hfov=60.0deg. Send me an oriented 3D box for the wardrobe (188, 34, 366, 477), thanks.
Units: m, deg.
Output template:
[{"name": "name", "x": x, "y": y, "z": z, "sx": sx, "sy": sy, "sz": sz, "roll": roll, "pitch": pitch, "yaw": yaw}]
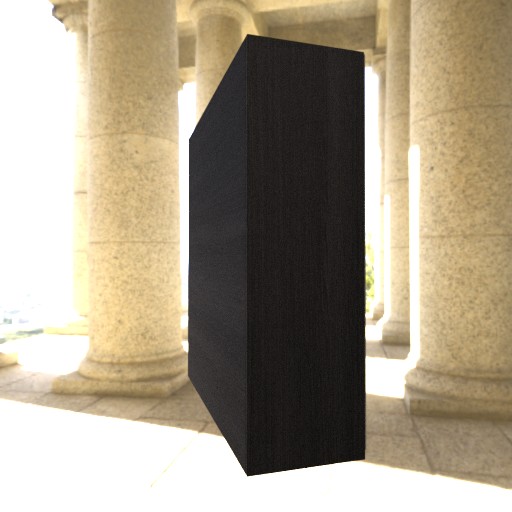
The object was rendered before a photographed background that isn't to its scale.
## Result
[{"name": "wardrobe", "x": 0.000, "y": 0.000, "z": 2.896, "sx": 0.629, "sy": 1.960, "sz": 1.780, "roll": 0, "pitch": -1, "yaw": -17}]
